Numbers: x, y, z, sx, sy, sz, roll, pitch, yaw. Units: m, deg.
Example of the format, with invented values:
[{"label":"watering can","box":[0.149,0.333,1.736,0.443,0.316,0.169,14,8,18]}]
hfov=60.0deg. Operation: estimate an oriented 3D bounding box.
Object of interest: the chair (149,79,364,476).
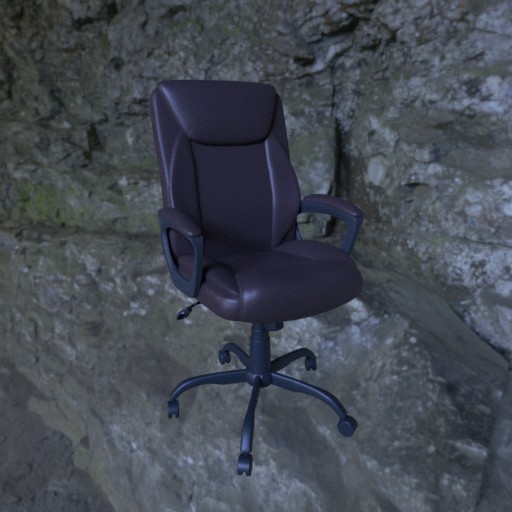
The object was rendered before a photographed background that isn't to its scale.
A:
[{"label":"chair","box":[0.000,0.000,1.405,0.615,1.072,0.655,-9,19,-26]}]
